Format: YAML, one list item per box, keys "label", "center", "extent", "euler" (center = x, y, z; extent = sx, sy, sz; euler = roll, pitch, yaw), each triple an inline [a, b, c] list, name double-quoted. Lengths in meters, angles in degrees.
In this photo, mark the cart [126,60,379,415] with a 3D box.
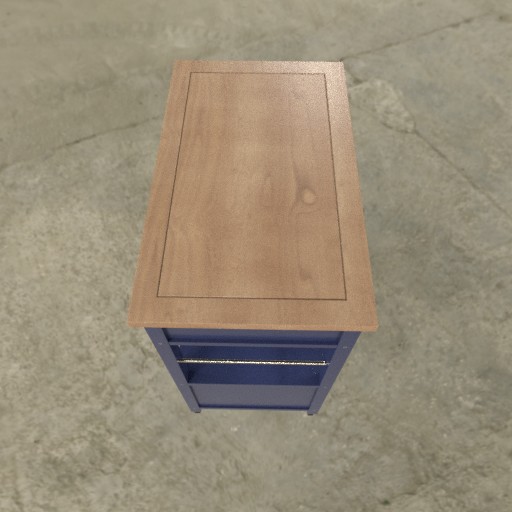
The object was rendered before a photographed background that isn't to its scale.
- label: "cart"
  center: [0.000, 0.000, 1.403]
  extent: [0.459, 0.901, 0.840]
  euler: [1, 59, 1]
